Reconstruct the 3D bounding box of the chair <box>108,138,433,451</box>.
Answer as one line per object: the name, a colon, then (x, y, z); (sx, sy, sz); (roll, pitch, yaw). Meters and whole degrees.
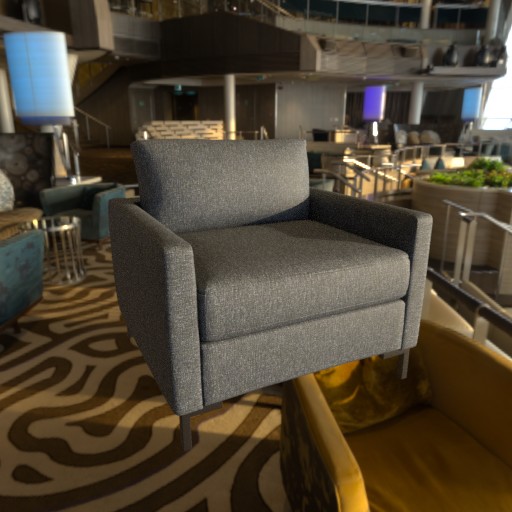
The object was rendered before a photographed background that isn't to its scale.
chair: (0.000, 0.000, 1.702); (0.963, 0.861, 0.866); (-8, 19, -25)
